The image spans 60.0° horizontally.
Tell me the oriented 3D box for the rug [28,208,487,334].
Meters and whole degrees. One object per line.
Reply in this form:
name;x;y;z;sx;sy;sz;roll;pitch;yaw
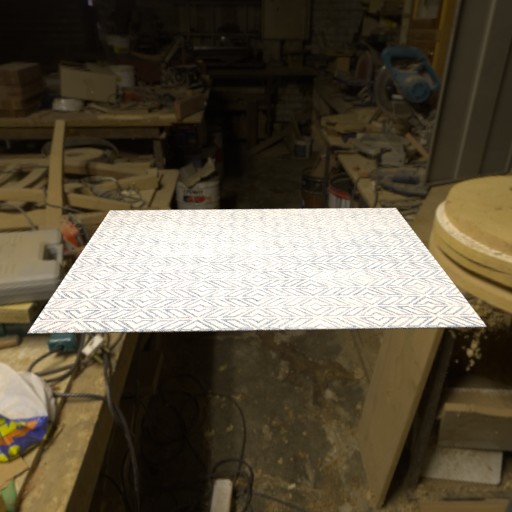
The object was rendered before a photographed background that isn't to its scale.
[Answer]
rug;0.000;0.000;2.295;1.824;0.008;1.220;-1;29;-1
